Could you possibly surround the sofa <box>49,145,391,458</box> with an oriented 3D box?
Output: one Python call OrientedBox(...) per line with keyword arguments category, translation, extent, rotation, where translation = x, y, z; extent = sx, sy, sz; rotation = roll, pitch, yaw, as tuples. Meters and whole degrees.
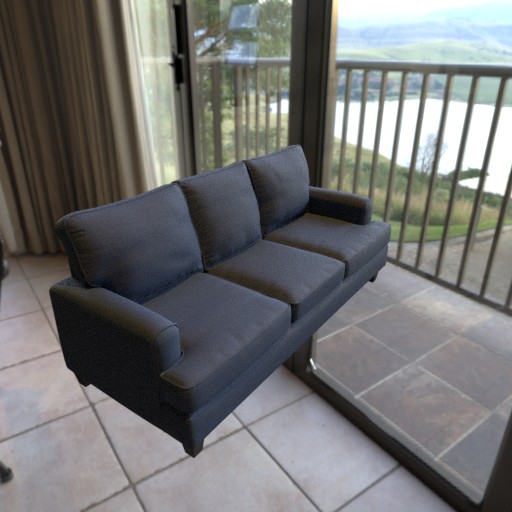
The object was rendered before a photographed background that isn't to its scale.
OrientedBox(category="sofa", translation=(0.000, 0.000, 2.693), extent=(0.951, 0.965, 2.158), rotation=(17, 31, 32))
